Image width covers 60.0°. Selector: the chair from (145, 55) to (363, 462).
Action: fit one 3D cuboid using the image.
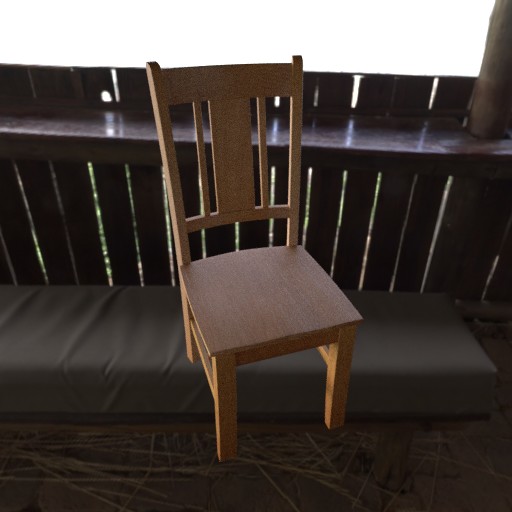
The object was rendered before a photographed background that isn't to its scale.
[{"bbox_3d":[0.000,0.000,1.284,0.450,0.998,0.556,-10,32,-16],"label":"chair"}]
